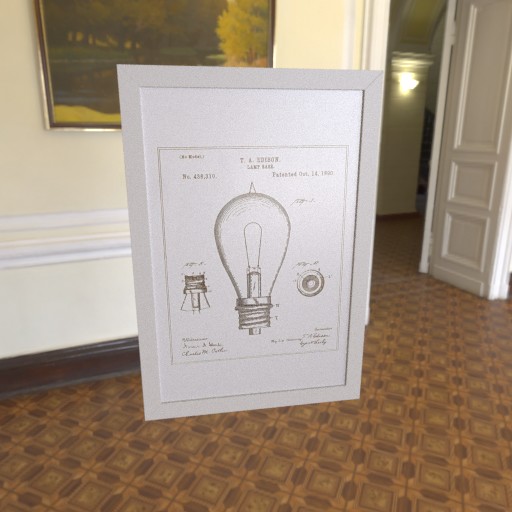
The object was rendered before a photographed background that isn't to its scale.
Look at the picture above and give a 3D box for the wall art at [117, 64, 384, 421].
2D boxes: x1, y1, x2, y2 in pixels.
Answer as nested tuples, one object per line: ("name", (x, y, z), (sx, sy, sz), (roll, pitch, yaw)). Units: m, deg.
("wall art", (0.000, 0.000, 0.603), (0.325, 0.474, 0.010), (-3, 16, -9))
